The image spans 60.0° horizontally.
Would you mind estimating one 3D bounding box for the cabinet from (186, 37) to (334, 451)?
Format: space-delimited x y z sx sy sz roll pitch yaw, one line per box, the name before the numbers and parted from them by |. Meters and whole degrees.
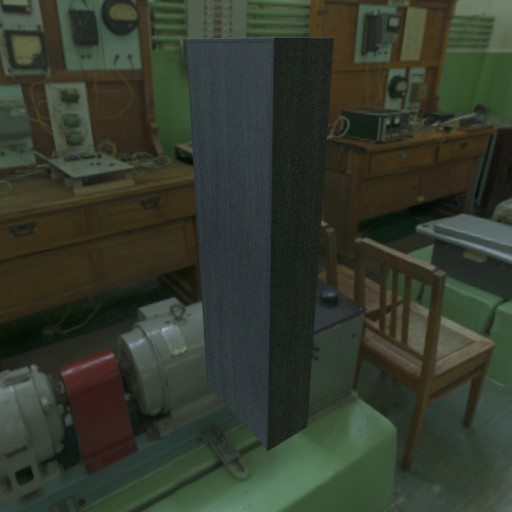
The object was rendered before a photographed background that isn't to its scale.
cabinet | 0.000 0.000 1.849 0.255 1.630 0.520 -18 31 -32
